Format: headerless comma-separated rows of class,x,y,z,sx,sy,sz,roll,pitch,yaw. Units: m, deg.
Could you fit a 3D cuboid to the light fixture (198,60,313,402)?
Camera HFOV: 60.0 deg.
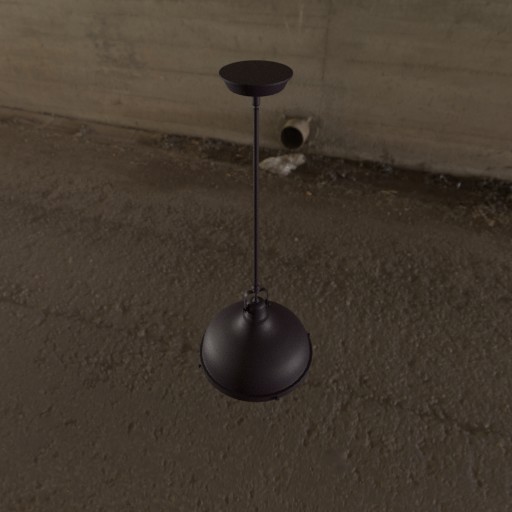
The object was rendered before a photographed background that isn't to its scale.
light fixture,0.000,0.000,1.052,0.341,0.849,0.341,-13,42,-15
